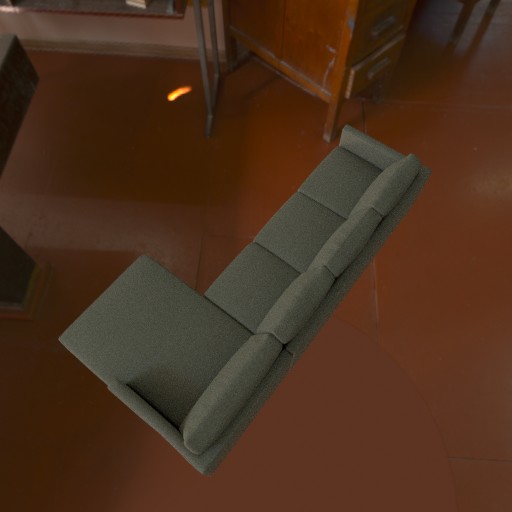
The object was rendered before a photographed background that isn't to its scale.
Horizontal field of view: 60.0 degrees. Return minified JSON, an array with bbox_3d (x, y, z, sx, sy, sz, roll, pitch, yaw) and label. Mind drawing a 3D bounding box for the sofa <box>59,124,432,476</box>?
[{"bbox_3d":[0.000,0.000,3.912,1.625,0.861,3.186,35,68,16],"label":"sofa"}]
